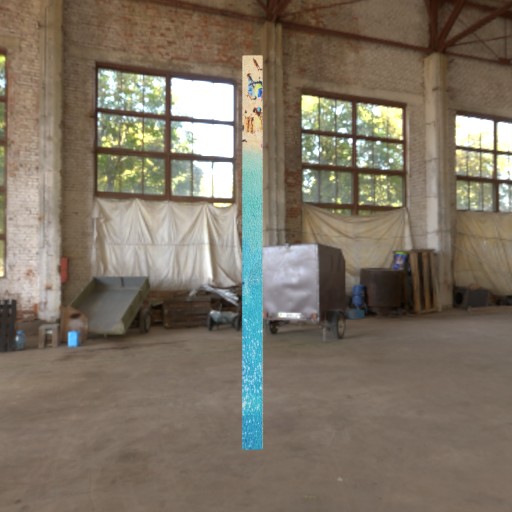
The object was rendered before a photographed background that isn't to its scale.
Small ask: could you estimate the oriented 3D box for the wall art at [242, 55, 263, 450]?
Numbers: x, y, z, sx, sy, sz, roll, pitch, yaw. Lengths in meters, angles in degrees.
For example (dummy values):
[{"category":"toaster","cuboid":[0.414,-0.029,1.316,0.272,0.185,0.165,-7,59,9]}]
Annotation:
[{"category":"wall art","cuboid":[0.000,0.000,1.430,0.040,0.769,1.136,0,-1,1]}]
